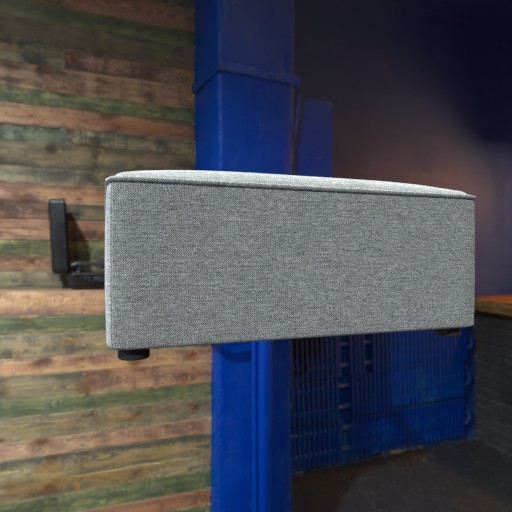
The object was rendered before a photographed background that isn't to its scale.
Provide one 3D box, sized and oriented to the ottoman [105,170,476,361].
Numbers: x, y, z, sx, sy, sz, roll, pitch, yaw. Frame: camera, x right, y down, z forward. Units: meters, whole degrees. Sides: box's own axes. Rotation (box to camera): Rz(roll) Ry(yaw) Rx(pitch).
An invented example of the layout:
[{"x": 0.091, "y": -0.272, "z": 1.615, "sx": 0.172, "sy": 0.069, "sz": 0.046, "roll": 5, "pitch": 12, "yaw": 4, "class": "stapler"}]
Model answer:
[{"x": 0.000, "y": 0.000, "z": 1.556, "sx": 1.005, "sy": 0.455, "sz": 1.005, "roll": 0, "pitch": 0, "yaw": -19, "class": "ottoman"}]
